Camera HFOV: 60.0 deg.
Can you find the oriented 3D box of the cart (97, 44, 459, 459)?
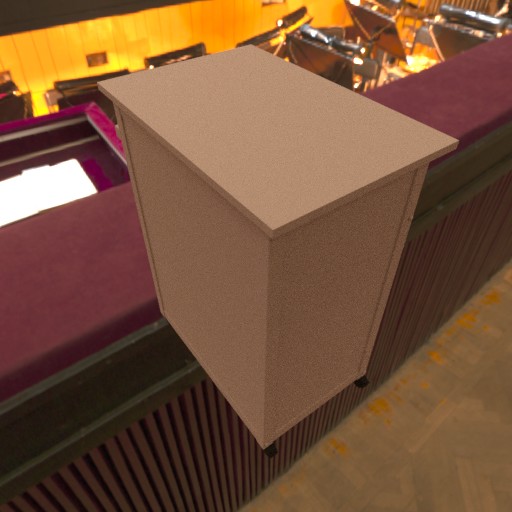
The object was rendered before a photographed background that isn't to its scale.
[{"bbox_3d":[0.000,0.000,1.230,0.442,0.864,0.683,-27,49,-26],"label":"cart"}]
